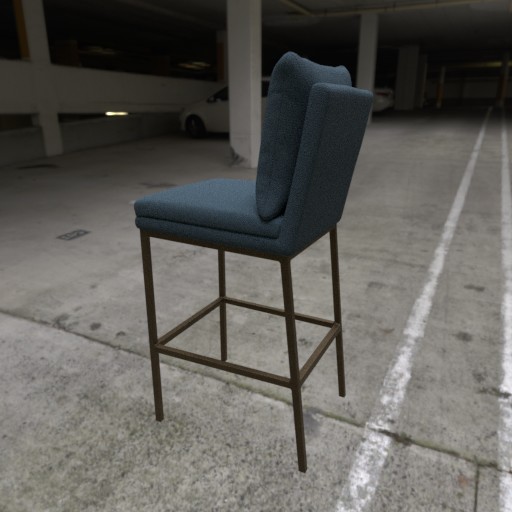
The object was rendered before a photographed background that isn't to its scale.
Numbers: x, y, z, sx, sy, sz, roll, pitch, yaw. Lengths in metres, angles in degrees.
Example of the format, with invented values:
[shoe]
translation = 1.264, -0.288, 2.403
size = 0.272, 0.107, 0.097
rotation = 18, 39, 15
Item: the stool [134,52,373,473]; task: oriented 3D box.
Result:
[stool]
translation = 0.000, 0.000, 1.399
size = 0.568, 1.124, 0.463
rotation = 9, 20, 26
